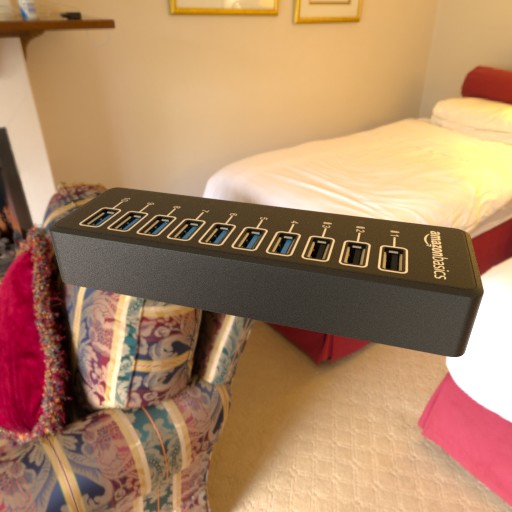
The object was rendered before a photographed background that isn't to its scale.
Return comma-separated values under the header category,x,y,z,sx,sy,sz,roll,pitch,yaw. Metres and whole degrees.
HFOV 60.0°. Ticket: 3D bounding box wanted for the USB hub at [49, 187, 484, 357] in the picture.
category,x,y,z,sx,sy,sz,roll,pitch,yaw
USB hub,0.000,0.000,0.163,0.145,0.023,0.044,9,31,15
